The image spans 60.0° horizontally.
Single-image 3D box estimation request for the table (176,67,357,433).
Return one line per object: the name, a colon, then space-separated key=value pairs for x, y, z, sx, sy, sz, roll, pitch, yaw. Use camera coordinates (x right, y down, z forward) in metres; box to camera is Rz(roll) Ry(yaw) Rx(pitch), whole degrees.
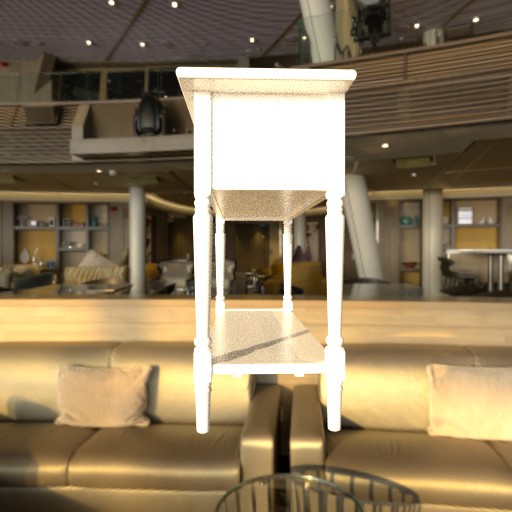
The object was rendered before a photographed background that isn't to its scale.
table: x=0.000 y=0.000 z=1.541 sx=0.386 sy=0.814 sz=1.191 roll=0 pitch=0 yaw=-2
